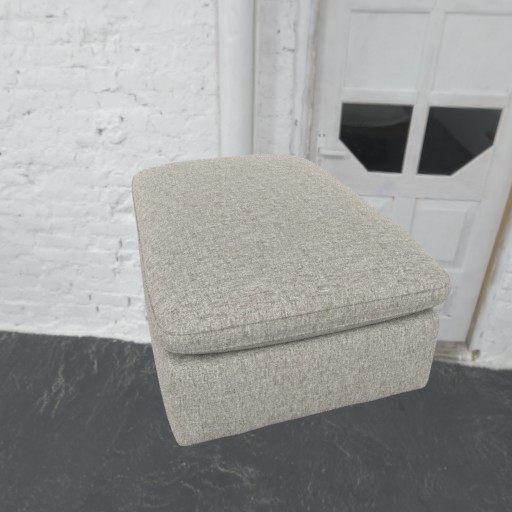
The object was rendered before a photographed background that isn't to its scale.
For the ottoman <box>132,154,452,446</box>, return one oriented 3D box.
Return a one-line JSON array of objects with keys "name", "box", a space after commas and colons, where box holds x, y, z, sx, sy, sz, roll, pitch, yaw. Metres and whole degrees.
[{"name": "ottoman", "box": [0.000, 0.000, 1.366, 0.694, 0.451, 0.977, -8, 30, -14]}]
